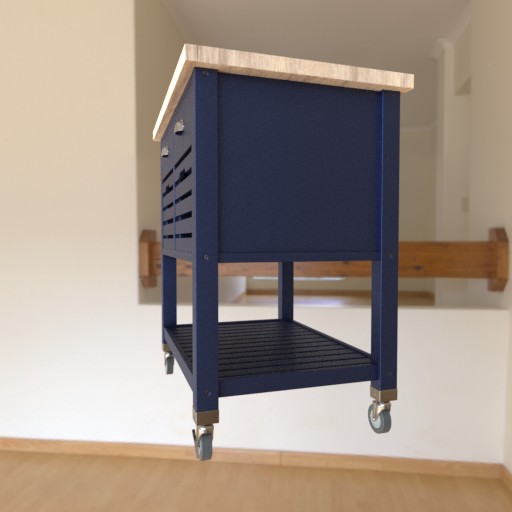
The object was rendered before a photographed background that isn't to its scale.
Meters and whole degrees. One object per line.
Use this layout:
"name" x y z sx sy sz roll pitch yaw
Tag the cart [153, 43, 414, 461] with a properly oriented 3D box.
"cart" 0.000 0.000 1.406 0.567 0.920 0.797 -1 2 -18
